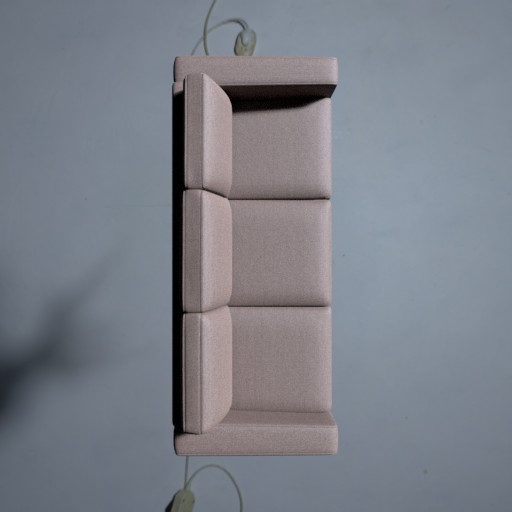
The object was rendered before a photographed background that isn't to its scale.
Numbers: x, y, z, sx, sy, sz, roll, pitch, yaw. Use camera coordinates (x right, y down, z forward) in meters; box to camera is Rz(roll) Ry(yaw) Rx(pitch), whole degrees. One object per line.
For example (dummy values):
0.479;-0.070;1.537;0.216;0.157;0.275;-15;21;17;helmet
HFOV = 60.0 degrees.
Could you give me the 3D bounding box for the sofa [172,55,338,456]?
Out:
0.000;0.000;2.563;0.900;0.806;2.160;0;90;-1;sofa
